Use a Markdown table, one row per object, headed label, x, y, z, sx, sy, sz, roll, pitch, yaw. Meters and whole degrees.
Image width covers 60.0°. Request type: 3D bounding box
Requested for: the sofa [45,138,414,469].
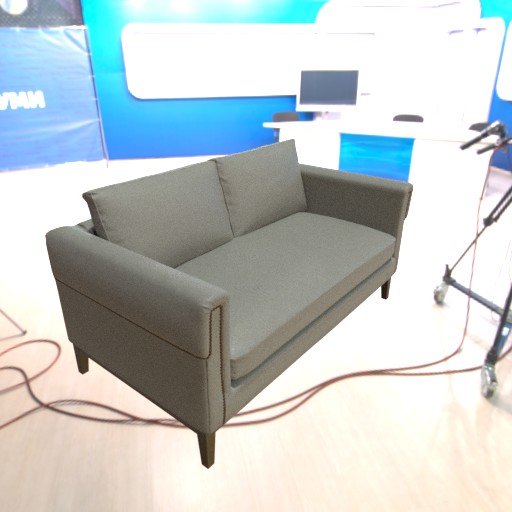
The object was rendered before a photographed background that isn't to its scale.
| label | x | y | z | sx | sy | sz | roll | pitch | yaw |
| --- | --- | --- | --- | --- | --- | --- | --- | --- | --- |
| sofa | 0.000 | 0.000 | 2.145 | 0.899 | 0.873 | 1.598 | 19 | 31 | 35 |
